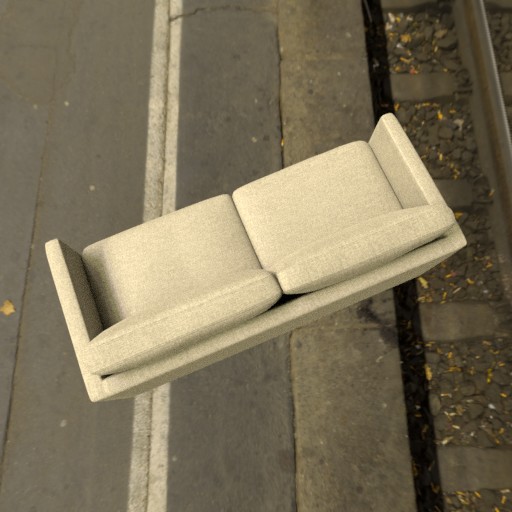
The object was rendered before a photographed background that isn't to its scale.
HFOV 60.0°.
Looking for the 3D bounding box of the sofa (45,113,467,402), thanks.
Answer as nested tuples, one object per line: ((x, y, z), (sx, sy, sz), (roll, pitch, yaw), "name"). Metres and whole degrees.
((0.000, 0.000, 2.723), (2.208, 0.960, 0.956), (-22, 75, -6), "sofa")
